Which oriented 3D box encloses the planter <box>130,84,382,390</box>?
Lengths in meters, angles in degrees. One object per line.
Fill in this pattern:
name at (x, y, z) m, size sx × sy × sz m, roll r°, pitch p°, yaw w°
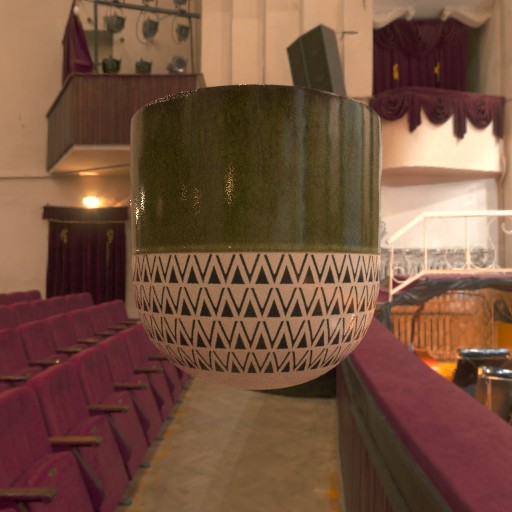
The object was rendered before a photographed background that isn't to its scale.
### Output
planter at (0.000, 0.000, 0.484) m, size 0.266 × 0.270 × 0.266 m, roll 0°, pitch -1°, yaw 0°
